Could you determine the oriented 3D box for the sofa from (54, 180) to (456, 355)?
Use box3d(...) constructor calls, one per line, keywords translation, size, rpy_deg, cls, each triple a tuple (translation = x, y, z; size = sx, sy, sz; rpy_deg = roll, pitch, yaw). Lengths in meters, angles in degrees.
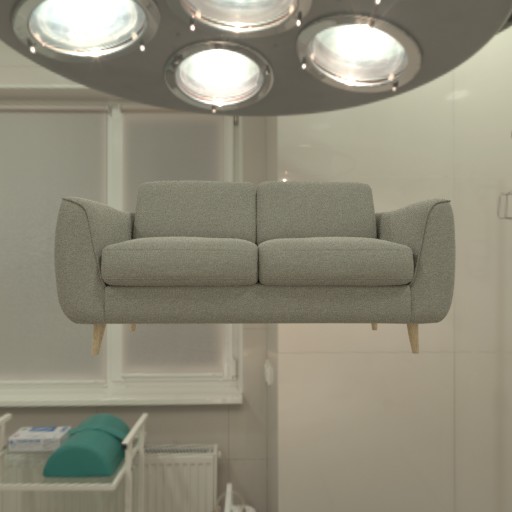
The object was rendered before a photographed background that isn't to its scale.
box3d(translation=(0.000, 0.000, 2.235), size=(1.700, 0.850, 0.920), rpy_deg=(0, 0, -1), cls="sofa")
